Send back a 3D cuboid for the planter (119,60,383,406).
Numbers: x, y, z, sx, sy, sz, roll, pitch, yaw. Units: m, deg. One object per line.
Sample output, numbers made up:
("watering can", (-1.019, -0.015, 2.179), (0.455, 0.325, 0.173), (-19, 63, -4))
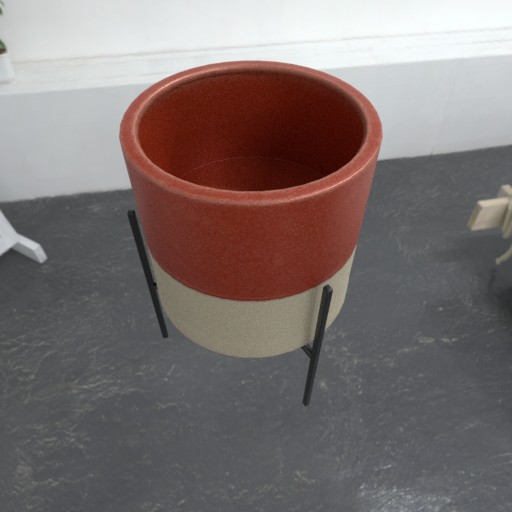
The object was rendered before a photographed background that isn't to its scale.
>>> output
("planter", (0.000, 0.000, 0.522), (0.235, 0.354, 0.251), (-25, 52, -21))
